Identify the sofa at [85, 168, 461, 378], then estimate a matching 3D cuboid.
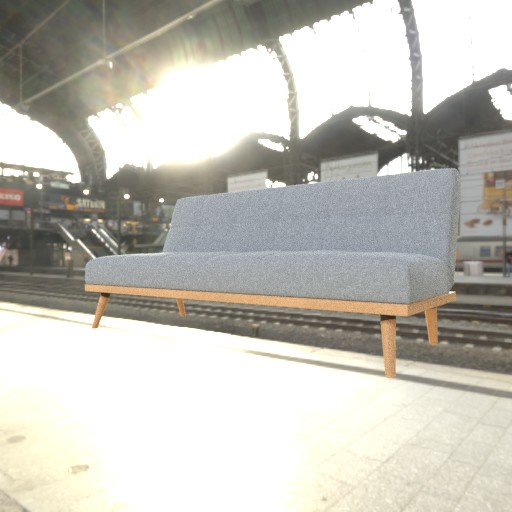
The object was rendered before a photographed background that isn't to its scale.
[{"bbox_3d":[0.000,0.000,2.263,1.820,0.800,0.800,0,0,36],"label":"sofa"}]
